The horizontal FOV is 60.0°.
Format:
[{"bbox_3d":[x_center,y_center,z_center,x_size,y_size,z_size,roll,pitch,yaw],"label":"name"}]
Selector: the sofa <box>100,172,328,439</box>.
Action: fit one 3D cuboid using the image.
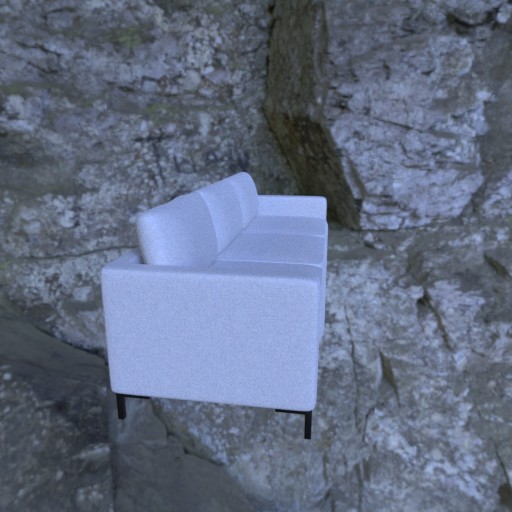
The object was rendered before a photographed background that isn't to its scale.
[{"bbox_3d":[0.000,0.000,2.720,0.859,0.874,2.218,2,15,9],"label":"sofa"}]
